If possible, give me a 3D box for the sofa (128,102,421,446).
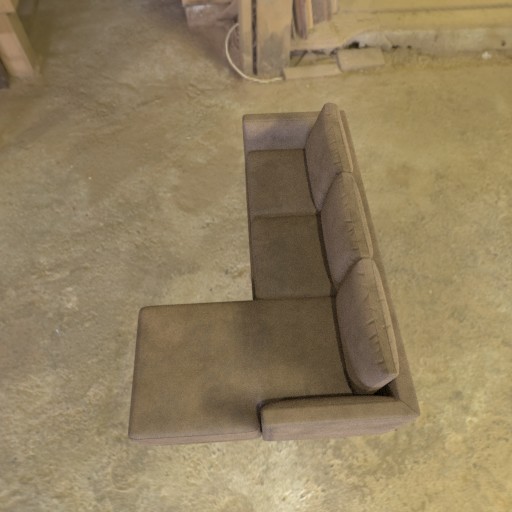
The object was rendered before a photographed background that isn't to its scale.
[{"bbox_3d":[0.000,0.000,3.183,1.622,0.987,2.438,-3,58,-2],"label":"sofa"}]
